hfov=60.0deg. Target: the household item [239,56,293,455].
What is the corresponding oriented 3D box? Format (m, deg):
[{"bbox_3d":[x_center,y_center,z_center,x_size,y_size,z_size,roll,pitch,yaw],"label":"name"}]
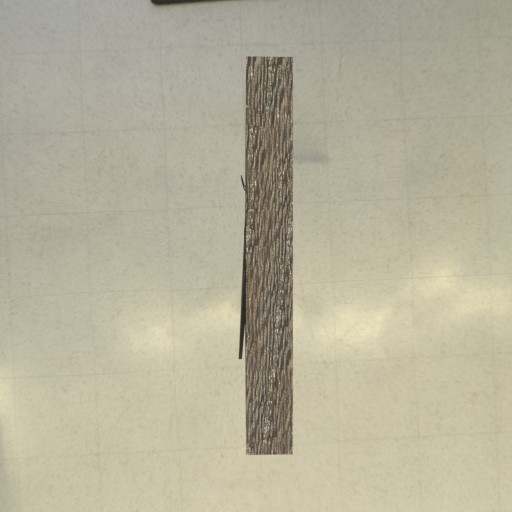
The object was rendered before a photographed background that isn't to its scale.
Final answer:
[{"bbox_3d":[0.000,0.000,0.238,0.020,0.180,0.133,0,90,-2],"label":"household item"}]
